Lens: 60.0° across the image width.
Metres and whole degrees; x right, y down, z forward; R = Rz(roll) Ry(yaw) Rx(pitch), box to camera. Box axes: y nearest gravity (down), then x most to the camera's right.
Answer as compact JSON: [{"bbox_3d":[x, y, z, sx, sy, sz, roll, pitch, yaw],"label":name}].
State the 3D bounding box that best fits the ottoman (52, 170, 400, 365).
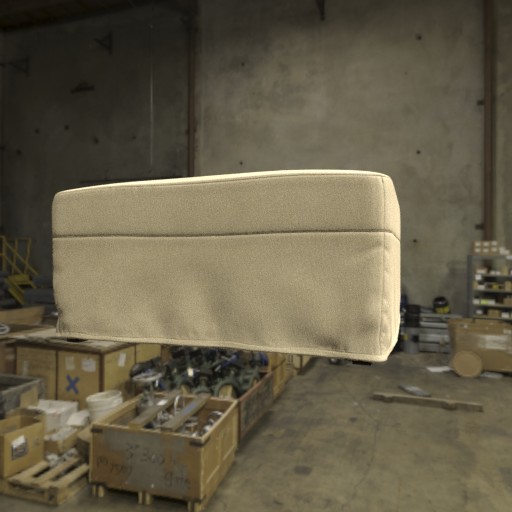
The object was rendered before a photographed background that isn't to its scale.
[{"bbox_3d":[0.000,0.000,1.369,0.842,0.441,0.843,0,0,19],"label":"ottoman"}]
